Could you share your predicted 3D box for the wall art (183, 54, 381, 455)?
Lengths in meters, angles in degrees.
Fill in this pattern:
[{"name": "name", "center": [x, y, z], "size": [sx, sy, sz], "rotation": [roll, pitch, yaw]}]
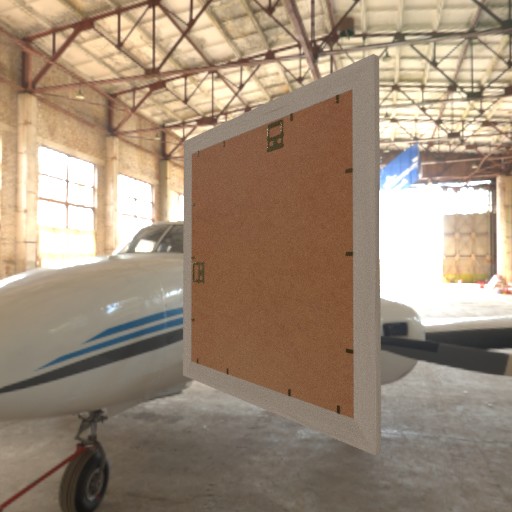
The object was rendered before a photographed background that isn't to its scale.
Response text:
[{"name": "wall art", "center": [0.000, 0.000, 0.878], "size": [0.013, 0.584, 0.584], "rotation": [1, -1, -37]}]
